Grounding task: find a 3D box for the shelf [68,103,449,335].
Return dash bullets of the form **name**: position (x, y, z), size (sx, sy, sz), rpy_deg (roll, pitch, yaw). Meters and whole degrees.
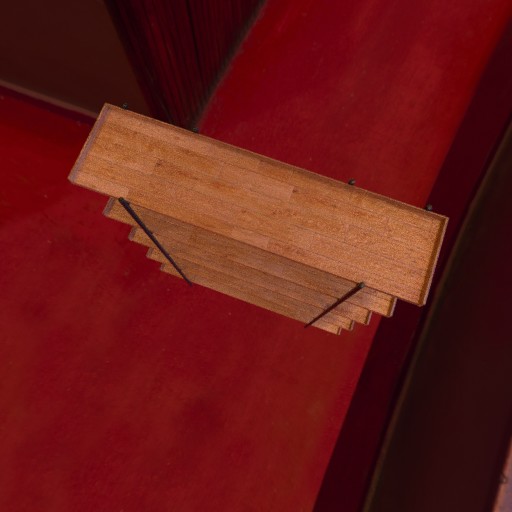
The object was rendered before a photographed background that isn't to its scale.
- **shelf**: position (0.000, 0.000, 2.504), size (1.371, 1.826, 0.379), rpy_deg (20, 77, 5)
